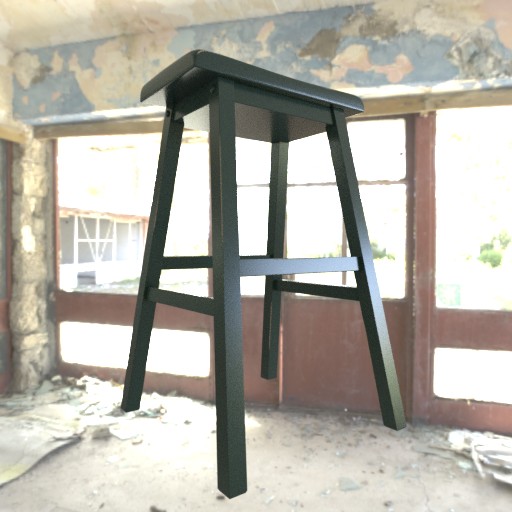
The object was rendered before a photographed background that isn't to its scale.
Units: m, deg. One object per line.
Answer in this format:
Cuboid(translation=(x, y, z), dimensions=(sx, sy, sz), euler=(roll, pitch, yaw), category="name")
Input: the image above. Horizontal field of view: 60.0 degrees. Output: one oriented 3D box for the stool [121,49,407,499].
Cuboid(translation=(0.000, 0.000, 1.002), dimensions=(0.457, 0.737, 0.476), euler=(-1, 2, -37), category="stool")
